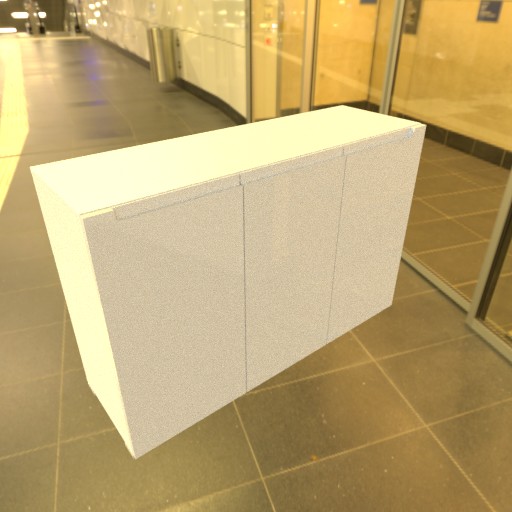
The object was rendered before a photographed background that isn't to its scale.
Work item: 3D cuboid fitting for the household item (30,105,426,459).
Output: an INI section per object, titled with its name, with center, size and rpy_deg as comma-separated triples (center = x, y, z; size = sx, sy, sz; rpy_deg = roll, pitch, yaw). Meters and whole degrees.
[household item]
center = 0.000, 0.000, 1.679
size = 1.300, 0.867, 0.420
rpy_deg = -22, 37, -32
